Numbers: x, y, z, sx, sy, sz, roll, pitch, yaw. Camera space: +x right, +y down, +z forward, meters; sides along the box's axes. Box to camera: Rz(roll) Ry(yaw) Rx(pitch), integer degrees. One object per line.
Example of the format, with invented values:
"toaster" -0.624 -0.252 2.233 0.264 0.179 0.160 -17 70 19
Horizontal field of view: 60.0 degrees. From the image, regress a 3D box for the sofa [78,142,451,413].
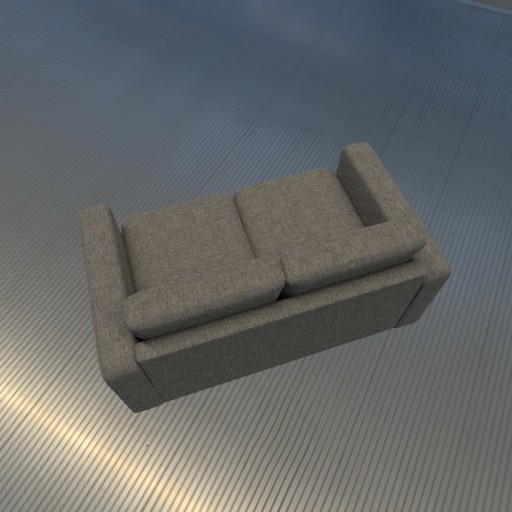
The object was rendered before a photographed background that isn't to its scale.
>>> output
"sofa" 0.000 0.000 2.132 1.520 0.800 0.900 -16 58 -10
